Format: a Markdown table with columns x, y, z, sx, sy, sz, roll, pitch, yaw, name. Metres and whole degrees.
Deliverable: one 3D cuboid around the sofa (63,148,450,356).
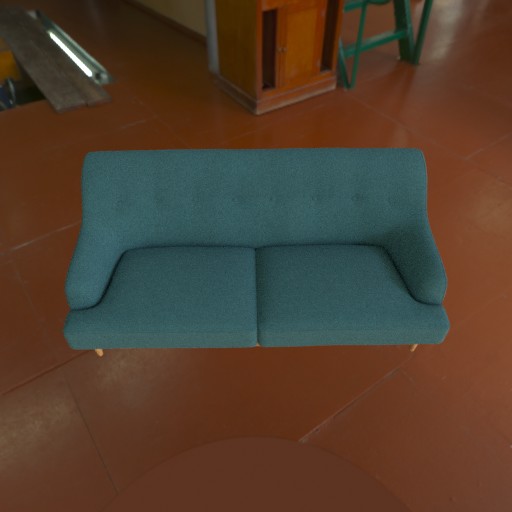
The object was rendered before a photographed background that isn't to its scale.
| x | y | z | sx | sy | sz | roll | pitch | yaw | name |
| --- | --- | --- | --- | --- | --- | --- | --- | --- | --- |
| 0.000 | 0.000 | 2.587 | 2.057 | 0.871 | 0.978 | -1 | 46 | -1 | sofa |
